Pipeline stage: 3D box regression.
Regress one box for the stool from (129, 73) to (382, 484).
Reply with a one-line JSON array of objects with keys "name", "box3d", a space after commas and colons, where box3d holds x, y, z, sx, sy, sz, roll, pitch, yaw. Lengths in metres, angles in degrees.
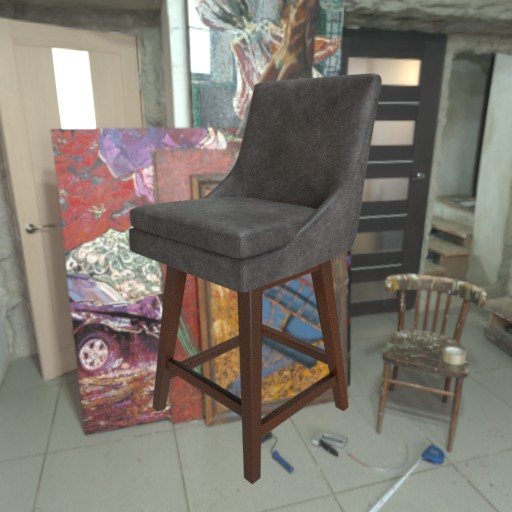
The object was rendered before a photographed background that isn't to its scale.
[{"name": "stool", "box3d": [0.000, 0.000, 1.352, 0.492, 1.046, 0.587, 16, 23, 42]}]
